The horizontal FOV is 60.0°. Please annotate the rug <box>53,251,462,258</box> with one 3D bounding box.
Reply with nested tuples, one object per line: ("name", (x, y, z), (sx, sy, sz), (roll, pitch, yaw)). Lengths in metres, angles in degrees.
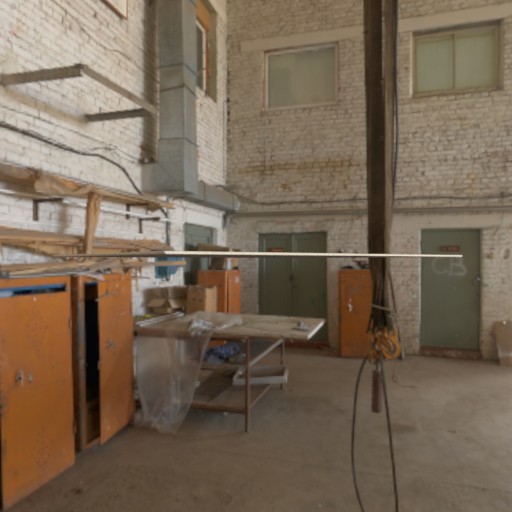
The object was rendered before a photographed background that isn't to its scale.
("rug", (0.000, 0.000, 4.180), (3.051, 0.020, 2.407), (0, -1, -37))
